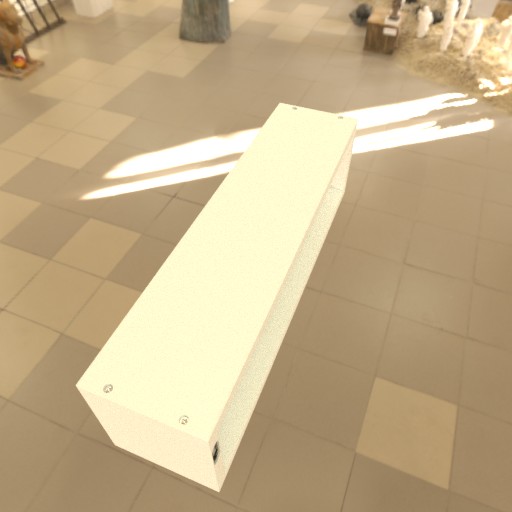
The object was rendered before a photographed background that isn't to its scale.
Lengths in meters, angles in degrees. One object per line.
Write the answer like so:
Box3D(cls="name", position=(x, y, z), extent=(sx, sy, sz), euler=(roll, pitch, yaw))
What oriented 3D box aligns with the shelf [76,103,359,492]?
Box3D(cls="shelf", position=(0.000, 0.000, 0.684), extent=(0.150, 0.170, 0.610), euler=(17, 50, 15))
